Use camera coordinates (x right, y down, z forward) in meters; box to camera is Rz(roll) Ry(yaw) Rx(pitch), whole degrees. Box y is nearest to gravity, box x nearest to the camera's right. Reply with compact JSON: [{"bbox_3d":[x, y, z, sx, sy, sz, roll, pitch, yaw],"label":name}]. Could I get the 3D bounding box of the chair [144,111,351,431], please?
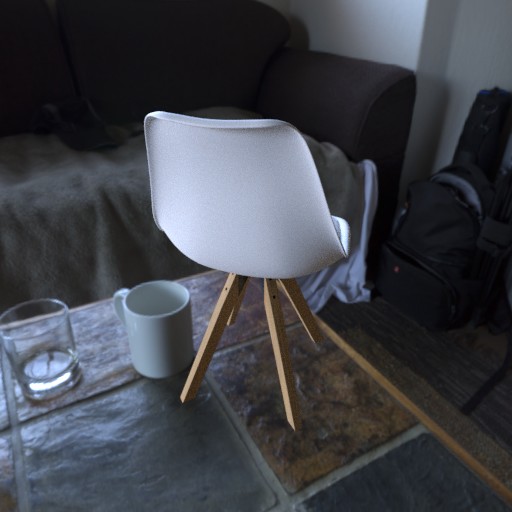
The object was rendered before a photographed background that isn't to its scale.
[{"bbox_3d":[0.000,0.000,1.185,0.485,0.849,0.550,9,32,14],"label":"chair"}]
